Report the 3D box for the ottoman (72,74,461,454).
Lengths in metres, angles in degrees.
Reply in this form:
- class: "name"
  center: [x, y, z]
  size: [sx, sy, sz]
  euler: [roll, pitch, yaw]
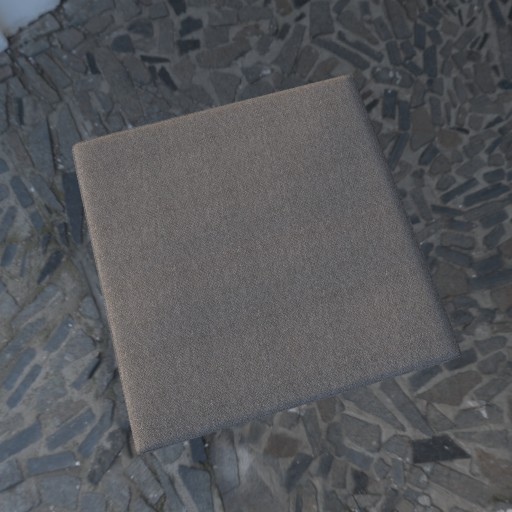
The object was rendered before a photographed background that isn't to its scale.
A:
- class: "ottoman"
  center: [0.000, 0.000, 1.497]
  size: [0.970, 0.378, 0.981]
  euler: [-16, 77, -4]
